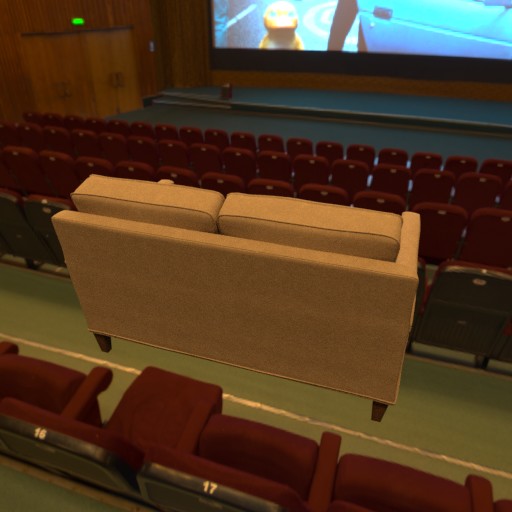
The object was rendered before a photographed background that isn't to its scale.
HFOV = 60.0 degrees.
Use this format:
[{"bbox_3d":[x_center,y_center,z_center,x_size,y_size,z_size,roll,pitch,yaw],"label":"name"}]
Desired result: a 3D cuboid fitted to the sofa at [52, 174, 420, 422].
[{"bbox_3d":[0.000,0.000,2.300,1.597,1.002,1.084,10,33,15],"label":"sofa"}]
